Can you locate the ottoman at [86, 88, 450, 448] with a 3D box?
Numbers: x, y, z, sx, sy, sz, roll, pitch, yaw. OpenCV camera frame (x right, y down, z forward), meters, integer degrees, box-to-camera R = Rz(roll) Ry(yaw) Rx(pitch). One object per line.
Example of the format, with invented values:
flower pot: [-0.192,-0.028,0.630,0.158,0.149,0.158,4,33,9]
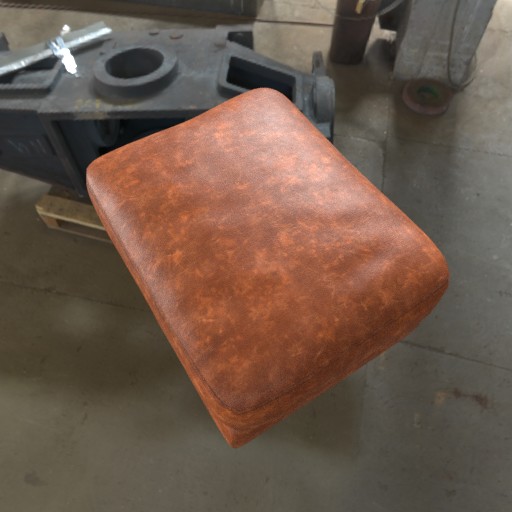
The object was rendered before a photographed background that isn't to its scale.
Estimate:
ottoman: [0.000,0.000,1.264,0.657,0.562,0.832,-29,63,-16]
